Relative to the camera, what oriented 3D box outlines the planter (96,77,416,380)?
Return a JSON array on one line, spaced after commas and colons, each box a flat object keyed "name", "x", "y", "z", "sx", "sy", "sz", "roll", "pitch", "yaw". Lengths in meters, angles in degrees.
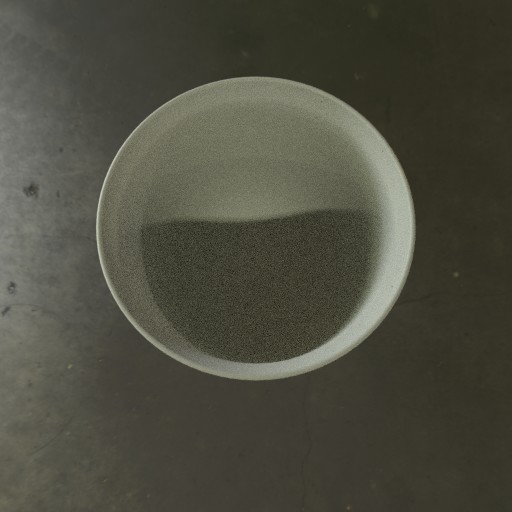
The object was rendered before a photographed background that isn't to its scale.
[{"name": "planter", "x": 0.000, "y": 0.000, "z": 0.386, "sx": 0.204, "sy": 0.214, "sz": 0.204, "roll": 0, "pitch": 76, "yaw": 0}]
